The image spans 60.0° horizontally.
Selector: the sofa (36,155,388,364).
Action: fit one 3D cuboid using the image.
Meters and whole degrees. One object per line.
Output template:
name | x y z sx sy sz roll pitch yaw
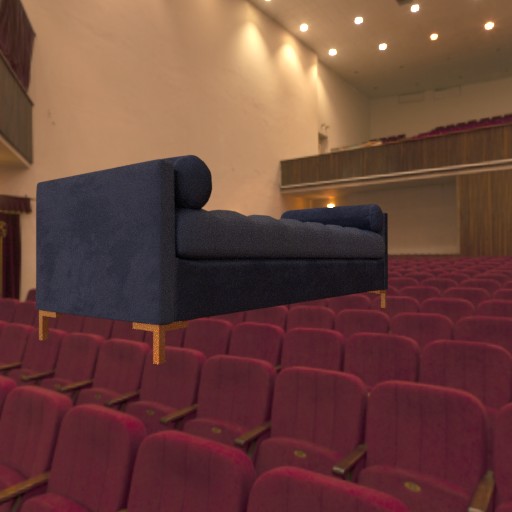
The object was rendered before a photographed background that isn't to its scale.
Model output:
sofa | 0.000 0.000 2.457 0.796 0.705 2.102 0 0 36
